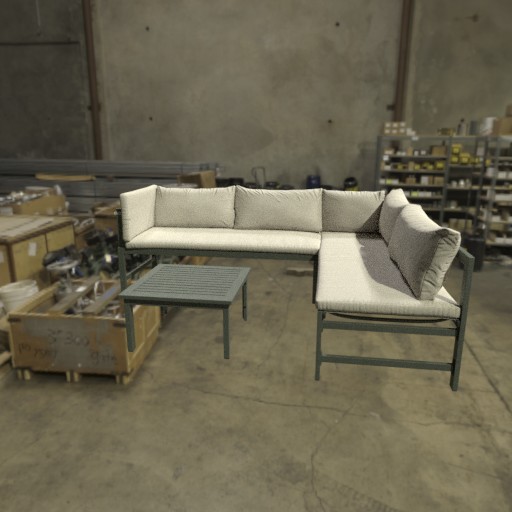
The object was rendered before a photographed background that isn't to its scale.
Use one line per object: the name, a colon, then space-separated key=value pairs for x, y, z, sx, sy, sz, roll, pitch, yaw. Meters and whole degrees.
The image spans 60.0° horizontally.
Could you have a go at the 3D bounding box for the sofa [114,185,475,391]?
sofa: x=0.000 y=0.000 z=2.852 sx=2.096 sy=0.758 sz=1.658 roll=2 pitch=15 yaw=8
